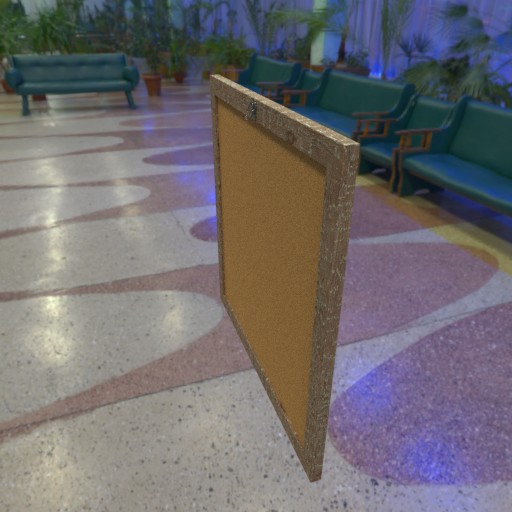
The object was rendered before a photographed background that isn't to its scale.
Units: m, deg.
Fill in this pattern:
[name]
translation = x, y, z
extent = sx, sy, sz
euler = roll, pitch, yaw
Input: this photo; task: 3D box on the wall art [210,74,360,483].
[wall art]
translation = 0.000, 0.000, 0.559
extent = 0.022, 0.380, 0.380
euler = -10, 31, -17
